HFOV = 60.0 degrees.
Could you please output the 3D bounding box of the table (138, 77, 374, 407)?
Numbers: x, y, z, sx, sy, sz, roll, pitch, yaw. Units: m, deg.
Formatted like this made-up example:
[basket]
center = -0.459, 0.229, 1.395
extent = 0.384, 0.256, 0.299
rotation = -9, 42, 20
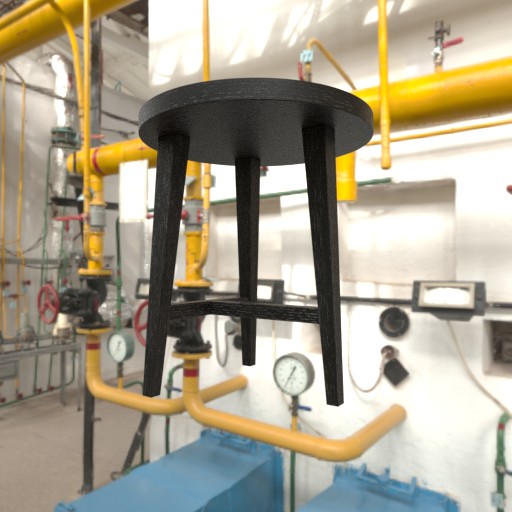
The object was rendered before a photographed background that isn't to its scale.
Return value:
[table]
center = 0.000, 0.000, 0.774
extent = 0.399, 0.460, 0.399
rotation = 0, -1, 0
